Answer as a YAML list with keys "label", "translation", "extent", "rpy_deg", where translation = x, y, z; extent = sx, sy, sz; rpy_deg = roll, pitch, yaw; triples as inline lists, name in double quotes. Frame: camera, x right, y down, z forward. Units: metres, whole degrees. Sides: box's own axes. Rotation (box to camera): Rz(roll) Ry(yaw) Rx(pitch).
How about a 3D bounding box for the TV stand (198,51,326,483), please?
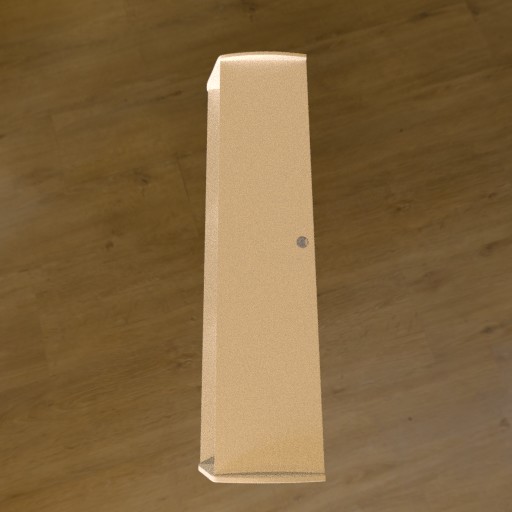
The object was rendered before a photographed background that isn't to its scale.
- label: "TV stand"
  translation: [0.000, 0.000, 1.675]
  extent: [0.397, 0.424, 1.473]
  rpy_deg: [-1, 75, 0]
